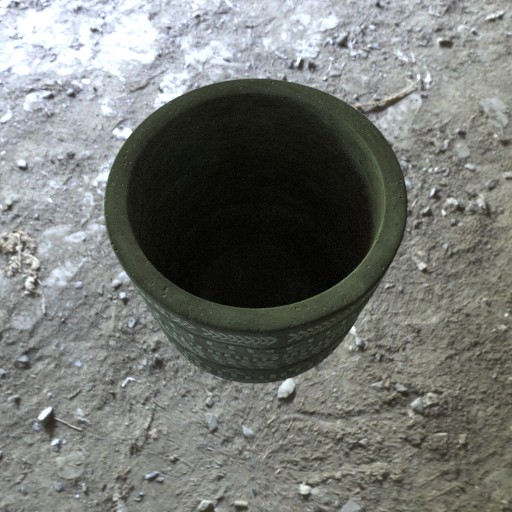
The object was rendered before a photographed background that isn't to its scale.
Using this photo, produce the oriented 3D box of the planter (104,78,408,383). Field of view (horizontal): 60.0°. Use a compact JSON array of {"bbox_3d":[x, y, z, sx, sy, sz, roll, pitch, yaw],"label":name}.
[{"bbox_3d":[0.000,0.000,0.273,0.142,0.149,0.142,0,64,0],"label":"planter"}]
